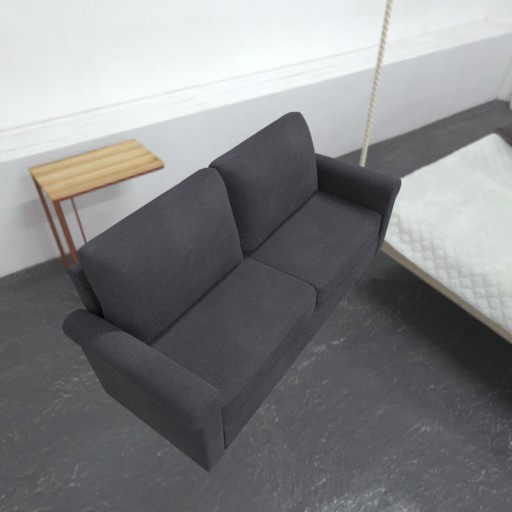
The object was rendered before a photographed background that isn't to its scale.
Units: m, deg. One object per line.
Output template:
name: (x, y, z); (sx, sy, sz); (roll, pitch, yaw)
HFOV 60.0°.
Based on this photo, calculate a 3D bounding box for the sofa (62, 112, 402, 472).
sofa: (0.000, 0.000, 2.408); (0.842, 0.942, 1.935); (26, 48, 26)
